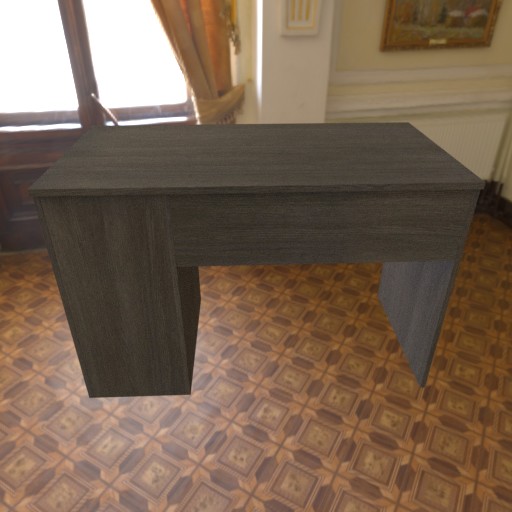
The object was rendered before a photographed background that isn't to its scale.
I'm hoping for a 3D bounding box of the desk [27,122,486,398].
[{"bbox_3d":[0.000,0.000,1.484,1.096,0.730,0.560,-1,31,-2],"label":"desk"}]
